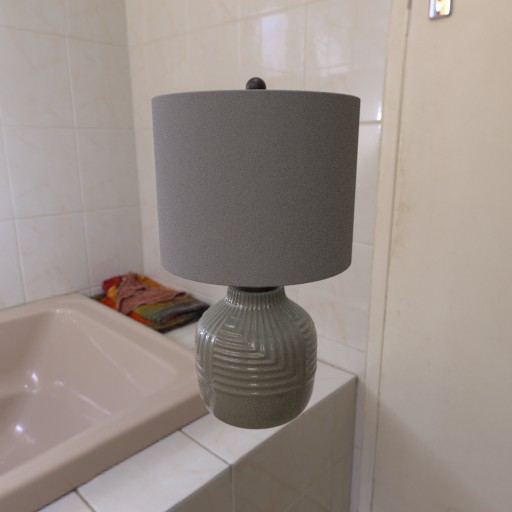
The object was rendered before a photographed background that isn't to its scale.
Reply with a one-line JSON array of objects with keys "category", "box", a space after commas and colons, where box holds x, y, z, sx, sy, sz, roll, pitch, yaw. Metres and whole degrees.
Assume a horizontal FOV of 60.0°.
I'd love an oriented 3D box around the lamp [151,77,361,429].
[{"category": "lamp", "box": [0.000, 0.000, 0.752, 0.318, 0.567, 0.318, 0, 15, 0]}]
